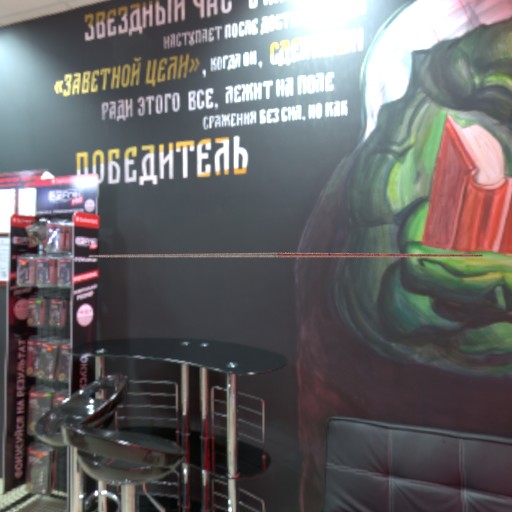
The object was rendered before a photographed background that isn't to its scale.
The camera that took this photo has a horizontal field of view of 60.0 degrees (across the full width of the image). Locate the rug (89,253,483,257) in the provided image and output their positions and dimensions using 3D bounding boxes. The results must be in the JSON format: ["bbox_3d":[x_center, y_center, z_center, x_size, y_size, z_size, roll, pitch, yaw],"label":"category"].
[{"bbox_3d":[0.000,0.000,2.978,1.521,0.015,2.280,0,0,-37],"label":"rug"}]
